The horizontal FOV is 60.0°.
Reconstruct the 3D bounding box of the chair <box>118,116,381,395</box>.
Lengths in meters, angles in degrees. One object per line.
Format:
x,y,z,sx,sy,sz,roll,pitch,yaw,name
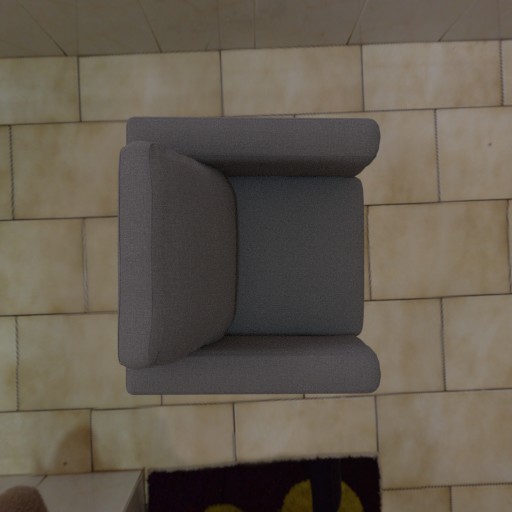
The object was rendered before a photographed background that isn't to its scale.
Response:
0.000,0.000,1.573,0.800,0.927,0.854,0,90,-1,chair
